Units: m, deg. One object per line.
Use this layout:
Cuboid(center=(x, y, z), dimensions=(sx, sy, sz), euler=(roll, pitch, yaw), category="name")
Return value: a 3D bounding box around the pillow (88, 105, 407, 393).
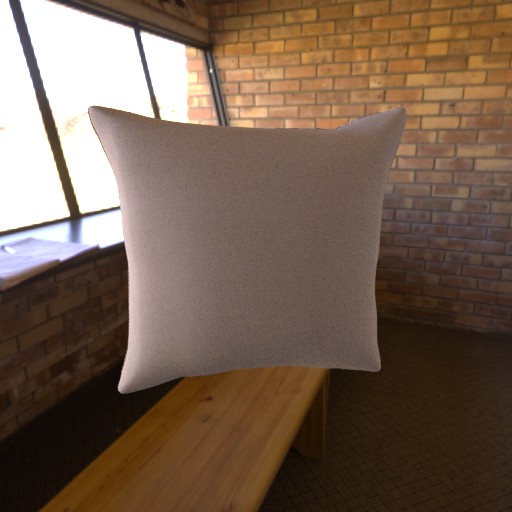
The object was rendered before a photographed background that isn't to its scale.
Cuboid(center=(0.000, 0.000, 0.624), dimensions=(0.416, 0.401, 0.173), euler=(-2, 16, -9), category="pillow")
